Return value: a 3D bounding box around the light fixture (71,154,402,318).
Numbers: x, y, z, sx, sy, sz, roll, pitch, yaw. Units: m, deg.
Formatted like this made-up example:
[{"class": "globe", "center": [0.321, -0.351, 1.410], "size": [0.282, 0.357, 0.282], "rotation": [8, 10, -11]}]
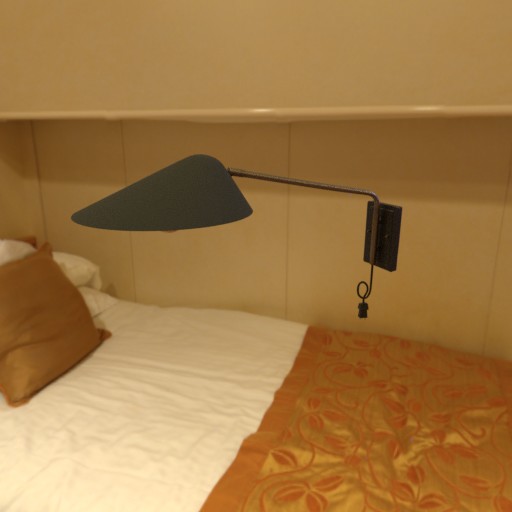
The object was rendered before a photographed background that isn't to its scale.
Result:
[{"class": "light fixture", "center": [0.000, 0.000, 0.687], "size": [0.516, 0.312, 0.240], "rotation": [-8, 18, -25]}]
